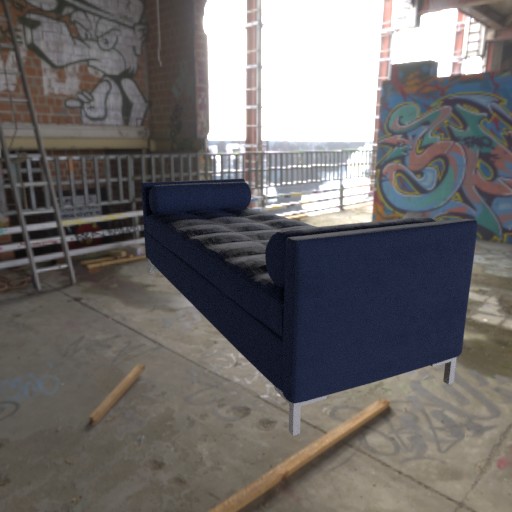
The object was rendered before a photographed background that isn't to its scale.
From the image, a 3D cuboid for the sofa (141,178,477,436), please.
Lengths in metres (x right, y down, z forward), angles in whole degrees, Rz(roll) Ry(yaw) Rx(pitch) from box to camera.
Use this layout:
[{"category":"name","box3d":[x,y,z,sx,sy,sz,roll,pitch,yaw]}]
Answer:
[{"category":"sofa","box3d":[0.000,0.000,2.407,0.797,0.657,2.102,-7,16,-25]}]
